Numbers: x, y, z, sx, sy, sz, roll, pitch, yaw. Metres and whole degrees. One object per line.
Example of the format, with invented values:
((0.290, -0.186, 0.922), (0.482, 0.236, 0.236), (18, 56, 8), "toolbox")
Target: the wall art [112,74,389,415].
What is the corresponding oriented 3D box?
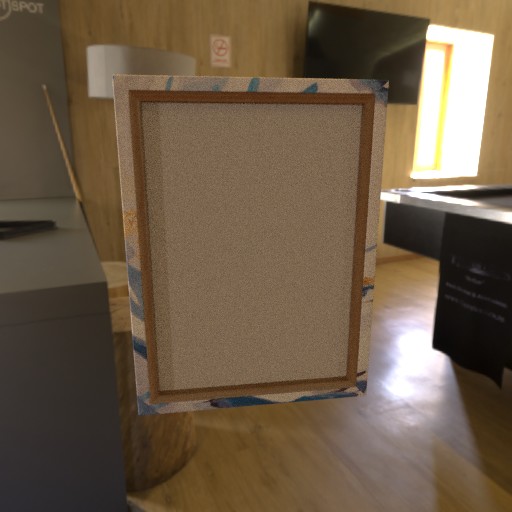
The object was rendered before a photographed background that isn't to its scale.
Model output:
((0.000, 0.000, 1.353), (0.761, 1.015, 0.038), (-2, 15, -8), "wall art")
